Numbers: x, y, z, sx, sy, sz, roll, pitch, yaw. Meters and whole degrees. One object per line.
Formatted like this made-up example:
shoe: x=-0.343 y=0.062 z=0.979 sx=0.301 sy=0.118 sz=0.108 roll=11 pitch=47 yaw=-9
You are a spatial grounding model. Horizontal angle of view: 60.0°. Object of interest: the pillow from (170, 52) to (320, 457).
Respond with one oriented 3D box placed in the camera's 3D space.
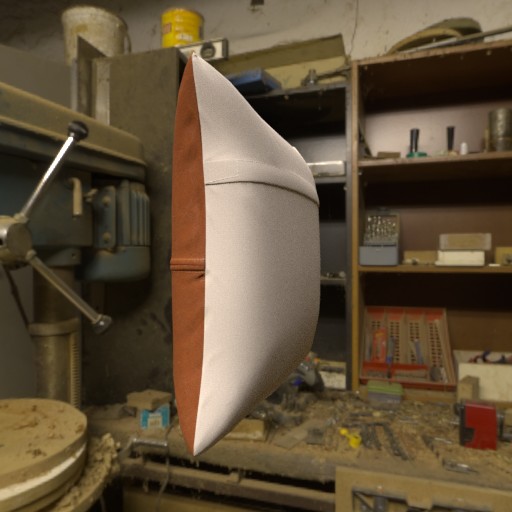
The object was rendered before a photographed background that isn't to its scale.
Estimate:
pillow: x=0.000 y=0.000 z=0.753 sx=0.192 sy=0.477 sz=0.501 roll=0 pitch=0 yaw=19
